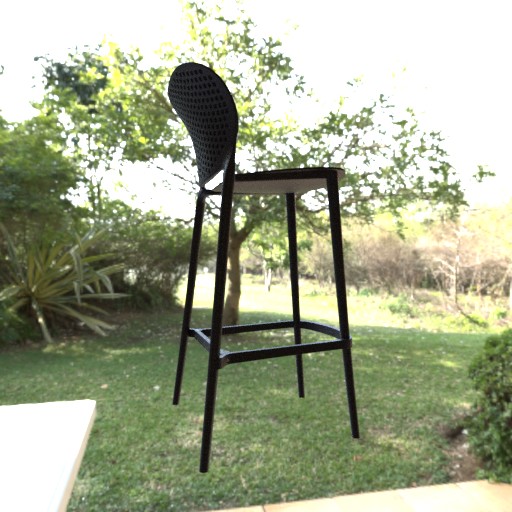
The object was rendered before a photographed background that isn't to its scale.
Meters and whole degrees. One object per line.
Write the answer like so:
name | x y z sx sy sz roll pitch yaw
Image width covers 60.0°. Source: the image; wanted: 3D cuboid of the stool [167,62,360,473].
stool | 0.000 0.000 1.382 0.535 1.045 0.536 0 0 -18
